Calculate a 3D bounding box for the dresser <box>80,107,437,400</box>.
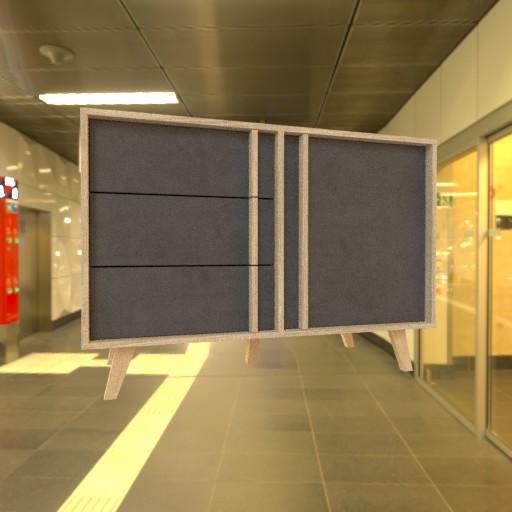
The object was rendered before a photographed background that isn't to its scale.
[{"bbox_3d":[0.000,0.000,1.556,1.110,0.780,0.500,0,1,-17],"label":"dresser"}]
